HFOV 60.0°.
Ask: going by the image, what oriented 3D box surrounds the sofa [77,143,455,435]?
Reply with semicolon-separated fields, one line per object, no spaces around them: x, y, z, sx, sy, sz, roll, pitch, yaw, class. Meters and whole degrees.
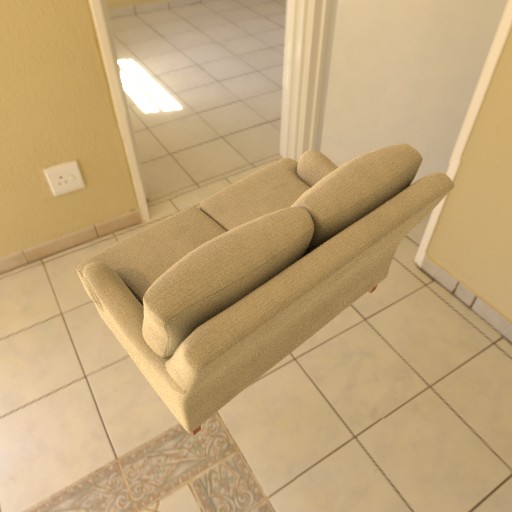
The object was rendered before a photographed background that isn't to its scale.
0.000;0.000;2.203;1.480;0.999;1.087;-32;54;-27;sofa
